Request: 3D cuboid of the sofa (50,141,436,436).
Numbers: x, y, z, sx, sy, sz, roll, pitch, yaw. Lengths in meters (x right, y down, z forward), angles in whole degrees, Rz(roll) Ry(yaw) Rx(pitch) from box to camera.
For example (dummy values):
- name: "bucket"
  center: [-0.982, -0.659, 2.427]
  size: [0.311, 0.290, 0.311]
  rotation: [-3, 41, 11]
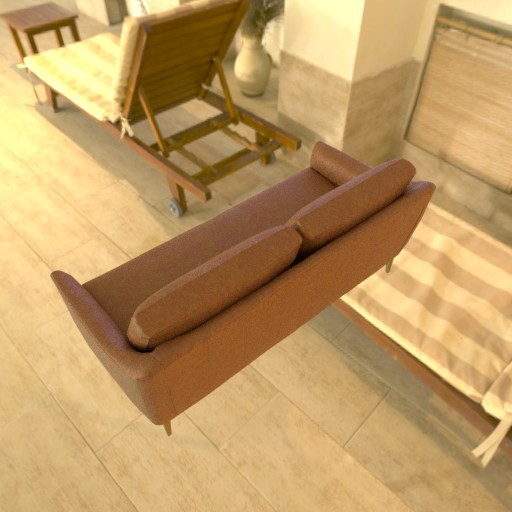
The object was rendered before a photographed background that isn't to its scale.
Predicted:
- name: "sofa"
  center: [0.000, 0.000, 2.597]
  size: [2.036, 0.945, 0.981]
  rotation: [-31, 54, -26]
